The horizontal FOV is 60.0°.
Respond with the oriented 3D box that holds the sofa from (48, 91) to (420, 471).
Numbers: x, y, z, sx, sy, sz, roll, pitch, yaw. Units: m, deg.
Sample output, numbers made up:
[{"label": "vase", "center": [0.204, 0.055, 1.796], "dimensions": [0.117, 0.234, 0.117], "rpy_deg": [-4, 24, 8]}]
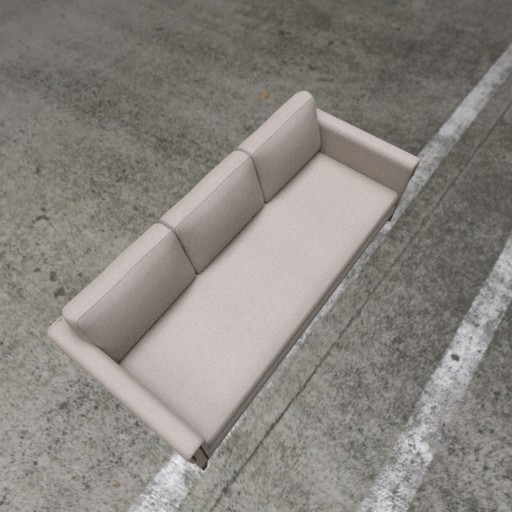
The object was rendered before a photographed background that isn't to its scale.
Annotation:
[{"label": "sofa", "center": [0.000, 0.000, 2.689], "dimensions": [0.959, 0.838, 2.210], "rpy_deg": [33, 64, 19]}]
